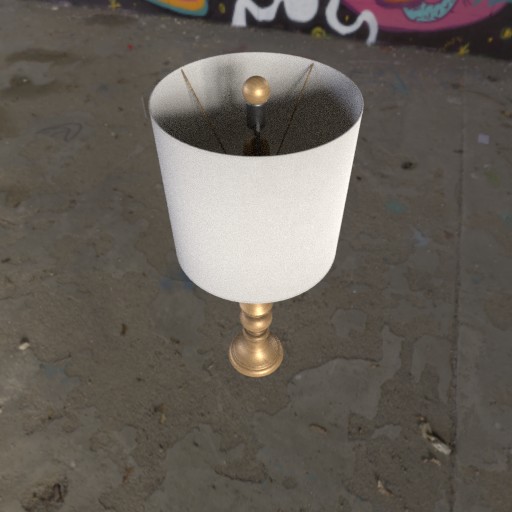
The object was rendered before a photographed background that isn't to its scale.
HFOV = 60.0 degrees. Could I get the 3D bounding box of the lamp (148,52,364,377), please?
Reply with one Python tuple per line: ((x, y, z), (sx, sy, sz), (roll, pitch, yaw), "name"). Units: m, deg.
((0.000, 0.000, 0.724), (0.250, 0.597, 0.250), (30, 54, 25), "lamp")
